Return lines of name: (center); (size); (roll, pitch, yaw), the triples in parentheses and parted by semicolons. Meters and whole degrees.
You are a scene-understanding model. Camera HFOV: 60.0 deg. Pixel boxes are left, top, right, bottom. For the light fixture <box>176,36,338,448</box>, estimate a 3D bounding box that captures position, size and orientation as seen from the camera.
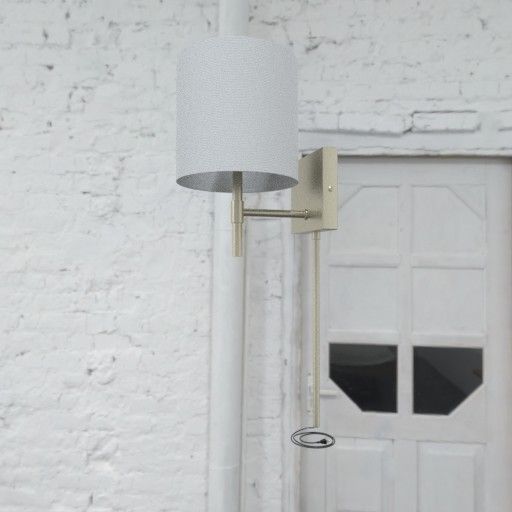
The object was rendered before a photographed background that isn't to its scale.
light fixture: (0.000, 0.000, 0.695); (0.248, 0.589, 0.188); (0, -1, -18)
